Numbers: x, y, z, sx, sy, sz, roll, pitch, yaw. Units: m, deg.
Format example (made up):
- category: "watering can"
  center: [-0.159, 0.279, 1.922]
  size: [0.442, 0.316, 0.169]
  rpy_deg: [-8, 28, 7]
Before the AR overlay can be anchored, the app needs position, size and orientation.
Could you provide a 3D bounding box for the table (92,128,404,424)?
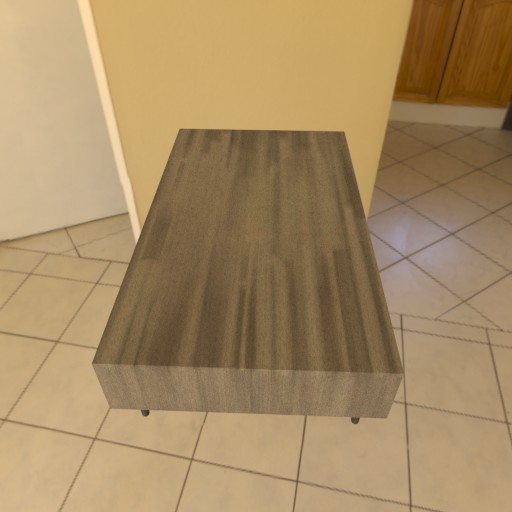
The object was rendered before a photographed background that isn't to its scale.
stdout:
- category: "table"
  center: [0.000, 0.000, 1.426]
  size: [0.643, 0.347, 1.088]
  rpy_deg: [1, 42, 2]
